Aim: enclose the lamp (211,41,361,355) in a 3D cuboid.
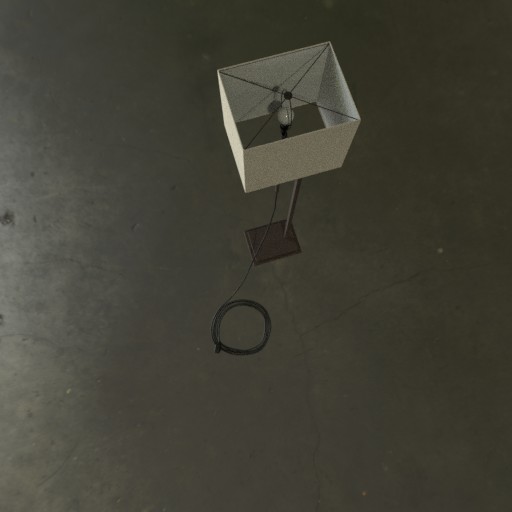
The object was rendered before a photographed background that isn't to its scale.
[{"bbox_3d":[0.000,0.000,2.004,0.698,1.600,0.774,-16,76,-4],"label":"lamp"}]
